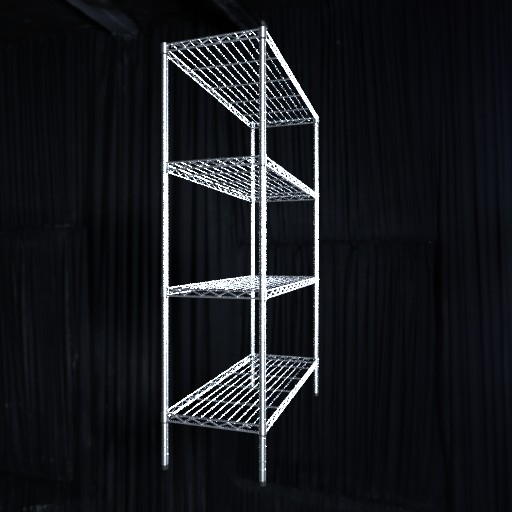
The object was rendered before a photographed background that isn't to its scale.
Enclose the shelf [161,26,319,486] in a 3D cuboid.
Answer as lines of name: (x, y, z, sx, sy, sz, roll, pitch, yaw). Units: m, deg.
shelf: (0.000, 0.000, 1.788, 0.352, 1.360, 0.907, 0, 0, 18)
